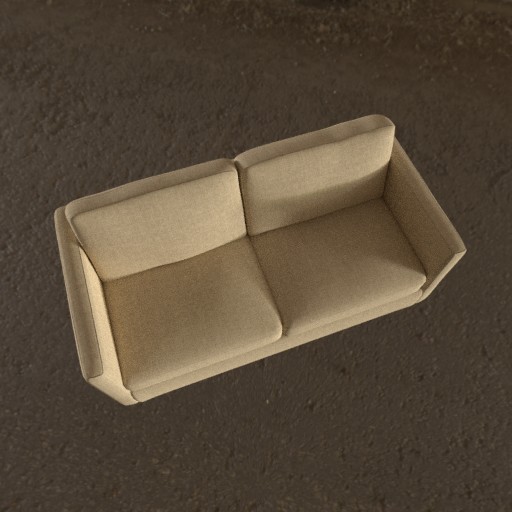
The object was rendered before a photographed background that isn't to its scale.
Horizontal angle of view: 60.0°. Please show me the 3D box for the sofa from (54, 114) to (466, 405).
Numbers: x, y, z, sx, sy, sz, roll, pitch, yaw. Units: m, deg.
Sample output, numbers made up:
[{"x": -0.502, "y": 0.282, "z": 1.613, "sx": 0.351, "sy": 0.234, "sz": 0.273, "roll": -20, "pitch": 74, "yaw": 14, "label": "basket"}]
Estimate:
[{"x": 0.000, "y": 0.000, "z": 2.429, "sx": 1.884, "sy": 0.963, "sz": 0.950, "roll": -18, "pitch": 64, "yaw": -9, "label": "sofa"}]
